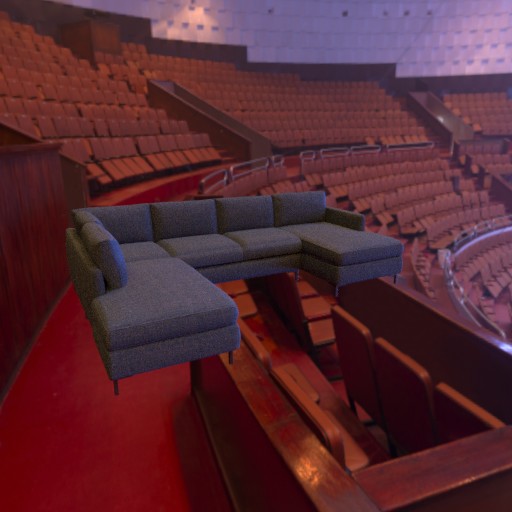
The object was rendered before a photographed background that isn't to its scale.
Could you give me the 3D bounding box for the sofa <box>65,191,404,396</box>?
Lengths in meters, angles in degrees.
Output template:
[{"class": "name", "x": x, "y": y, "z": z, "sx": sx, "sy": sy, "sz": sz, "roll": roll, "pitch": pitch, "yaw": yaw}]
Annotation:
[{"class": "sofa", "x": 0.000, "y": 0.000, "z": 3.628, "sx": 2.737, "sy": 0.753, "sz": 1.879, "roll": -8, "pitch": 18, "yaw": -27}]
